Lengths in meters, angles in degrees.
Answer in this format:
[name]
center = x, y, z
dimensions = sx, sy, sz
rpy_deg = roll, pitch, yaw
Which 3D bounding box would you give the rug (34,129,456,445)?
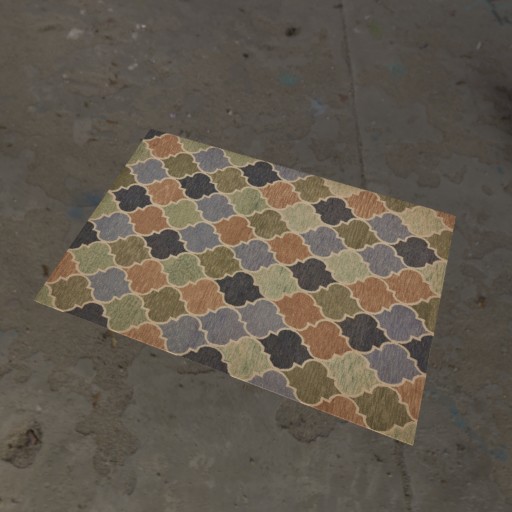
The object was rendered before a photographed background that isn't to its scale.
[rug]
center = 0.000, 0.000, 2.255
dimensions = 1.828, 0.006, 1.216
rpy_deg = 18, 62, 10
